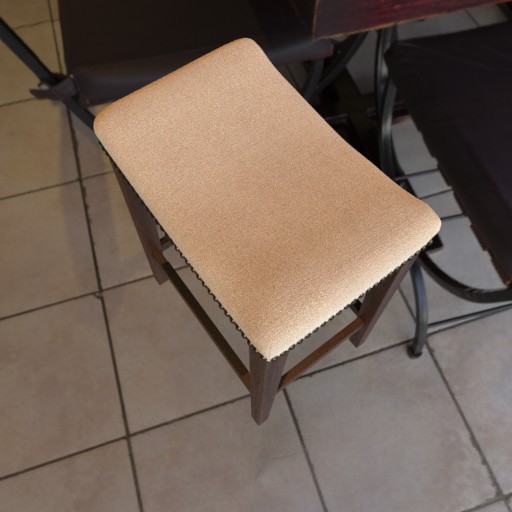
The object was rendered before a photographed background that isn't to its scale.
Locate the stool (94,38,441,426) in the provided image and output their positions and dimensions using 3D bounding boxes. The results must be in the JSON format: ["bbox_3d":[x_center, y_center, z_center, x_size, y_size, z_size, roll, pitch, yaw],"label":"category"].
[{"bbox_3d":[0.000,0.000,0.958,0.363,0.669,0.509,-34,68,-16],"label":"stool"}]
